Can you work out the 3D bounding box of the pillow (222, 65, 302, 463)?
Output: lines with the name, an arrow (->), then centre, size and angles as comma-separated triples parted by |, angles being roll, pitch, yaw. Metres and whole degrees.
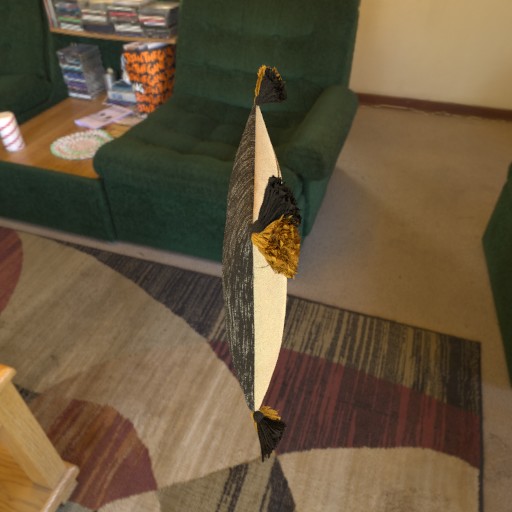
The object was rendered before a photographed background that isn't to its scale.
pillow -> 0.000, 0.000, 0.964 | 0.139, 0.659, 0.654 | 0, 41, 0
